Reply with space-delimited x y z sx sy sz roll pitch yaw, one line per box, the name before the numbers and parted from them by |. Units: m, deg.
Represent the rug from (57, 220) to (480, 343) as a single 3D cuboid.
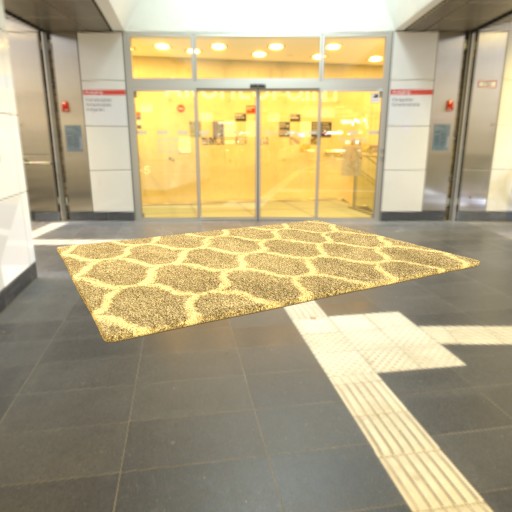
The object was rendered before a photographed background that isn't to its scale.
rug | 0.000 0.000 2.072 1.600 0.025 1.200 -8 17 -28
